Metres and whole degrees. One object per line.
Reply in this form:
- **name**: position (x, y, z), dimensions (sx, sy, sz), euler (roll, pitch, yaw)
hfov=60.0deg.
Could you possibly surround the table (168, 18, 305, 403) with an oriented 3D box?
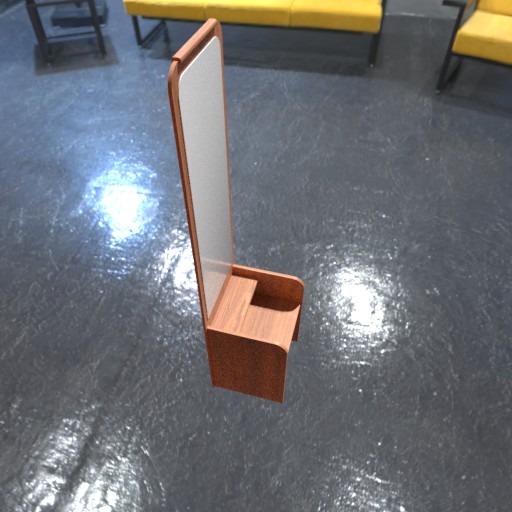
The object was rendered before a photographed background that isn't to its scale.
- **table**: position (0.000, 0.000, 1.973), dimensions (0.420, 1.830, 0.450), euler (11, 48, 10)
